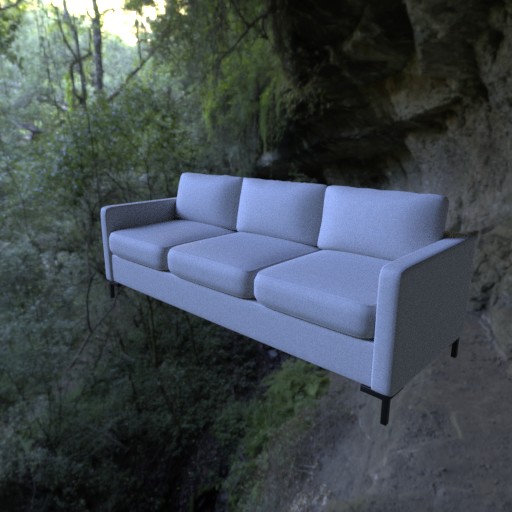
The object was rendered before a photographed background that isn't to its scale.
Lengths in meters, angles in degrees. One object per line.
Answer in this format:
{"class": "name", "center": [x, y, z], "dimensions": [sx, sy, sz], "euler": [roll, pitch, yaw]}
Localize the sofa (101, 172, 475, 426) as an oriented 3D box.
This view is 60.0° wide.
{"class": "sofa", "center": [0.000, 0.000, 2.687], "dimensions": [2.218, 0.874, 0.859], "euler": [14, 20, 41]}
